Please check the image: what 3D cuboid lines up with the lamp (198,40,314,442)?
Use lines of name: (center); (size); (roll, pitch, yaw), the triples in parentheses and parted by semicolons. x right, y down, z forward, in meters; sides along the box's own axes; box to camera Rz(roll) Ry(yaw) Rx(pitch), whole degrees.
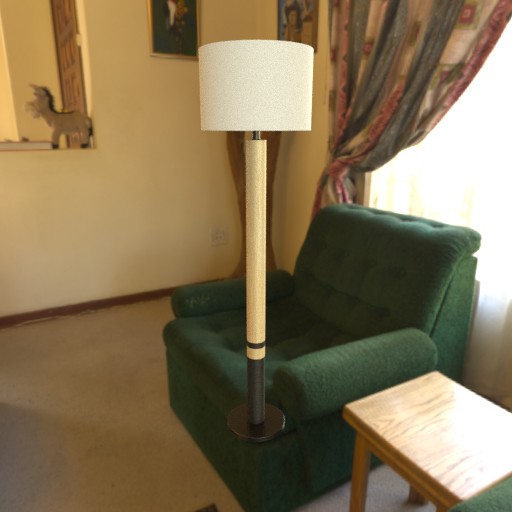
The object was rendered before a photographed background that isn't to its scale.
lamp: (0.000, 0.000, 1.679); (0.381, 1.478, 0.381); (15, 22, 42)
